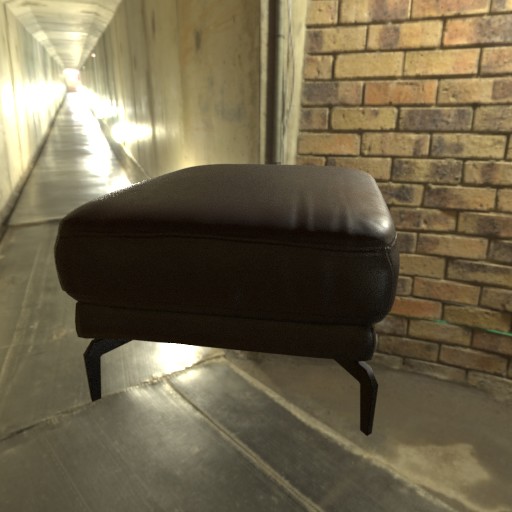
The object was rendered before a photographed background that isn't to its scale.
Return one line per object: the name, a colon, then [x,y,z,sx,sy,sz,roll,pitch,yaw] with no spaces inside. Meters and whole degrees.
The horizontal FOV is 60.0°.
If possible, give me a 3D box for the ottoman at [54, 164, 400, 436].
ottoman: [0.000,0.000,1.056,0.570,0.402,0.764,3,18,10]
